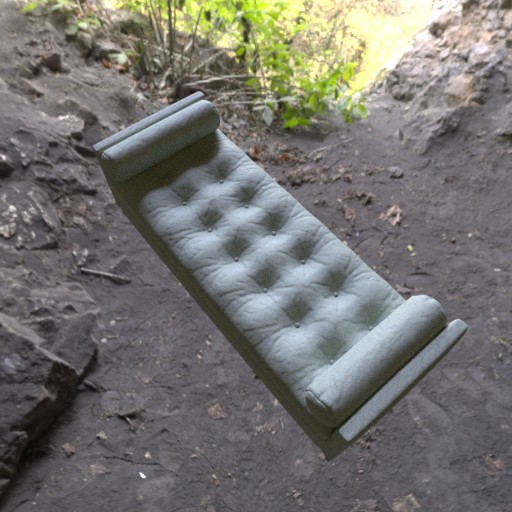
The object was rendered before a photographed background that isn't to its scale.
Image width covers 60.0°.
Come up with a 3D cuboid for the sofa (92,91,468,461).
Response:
[{"bbox_3d":[0.000,0.000,2.520,0.796,0.705,2.102,-35,65,-19],"label":"sofa"}]
